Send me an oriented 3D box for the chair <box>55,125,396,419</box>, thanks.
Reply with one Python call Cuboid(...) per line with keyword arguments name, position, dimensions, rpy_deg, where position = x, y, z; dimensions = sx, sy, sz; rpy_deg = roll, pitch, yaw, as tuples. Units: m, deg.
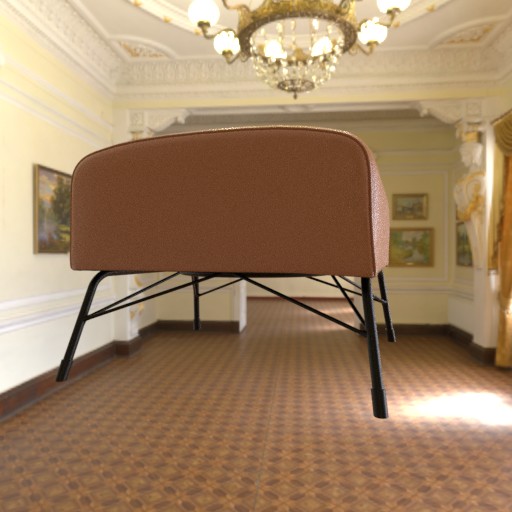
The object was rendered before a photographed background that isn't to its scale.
Cuboid(name="chair", position=(0.000, 0.000, 0.895), dimensions=(0.530, 0.410, 0.530), rpy_deg=(0, 0, 18))
